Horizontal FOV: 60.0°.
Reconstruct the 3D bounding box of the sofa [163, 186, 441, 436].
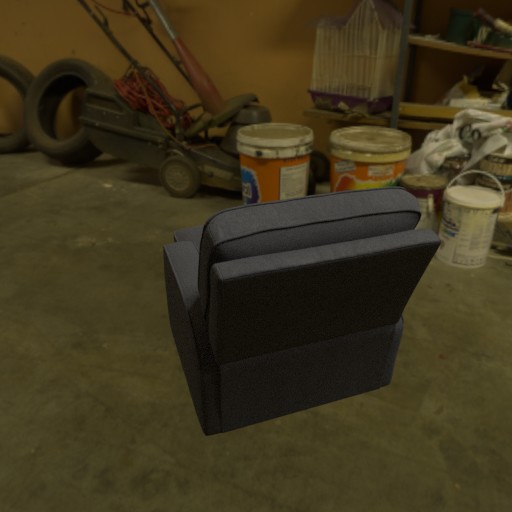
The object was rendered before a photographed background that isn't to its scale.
[{"bbox_3d":[0.000,0.000,2.086,0.861,0.959,1.472,-9,29,-17],"label":"sofa"}]
